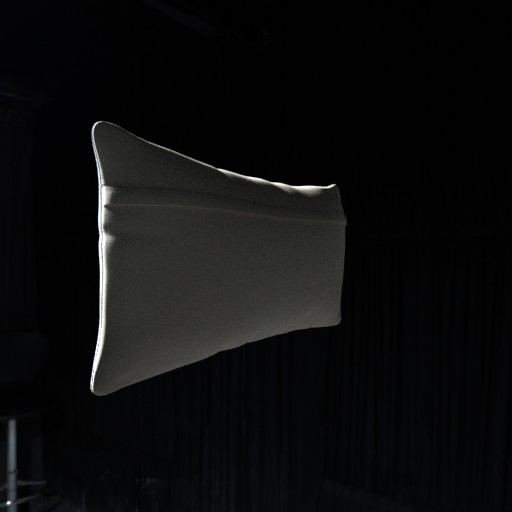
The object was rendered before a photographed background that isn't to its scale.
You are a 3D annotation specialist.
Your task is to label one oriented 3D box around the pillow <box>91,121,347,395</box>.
[{"bbox_3d":[0.000,0.000,0.728,0.148,0.307,0.604,1,1,37],"label":"pillow"}]
